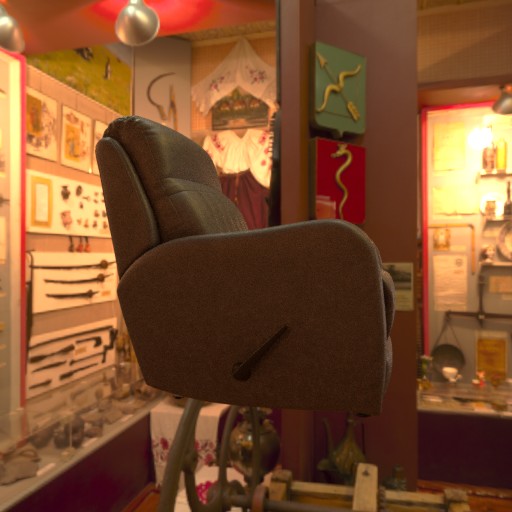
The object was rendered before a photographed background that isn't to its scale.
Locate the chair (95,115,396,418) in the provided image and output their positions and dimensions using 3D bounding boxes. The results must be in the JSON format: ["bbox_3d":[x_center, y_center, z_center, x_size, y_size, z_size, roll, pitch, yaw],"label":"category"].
[{"bbox_3d":[0.000,0.000,1.782,1.067,1.067,0.865,0,0,17],"label":"chair"}]
